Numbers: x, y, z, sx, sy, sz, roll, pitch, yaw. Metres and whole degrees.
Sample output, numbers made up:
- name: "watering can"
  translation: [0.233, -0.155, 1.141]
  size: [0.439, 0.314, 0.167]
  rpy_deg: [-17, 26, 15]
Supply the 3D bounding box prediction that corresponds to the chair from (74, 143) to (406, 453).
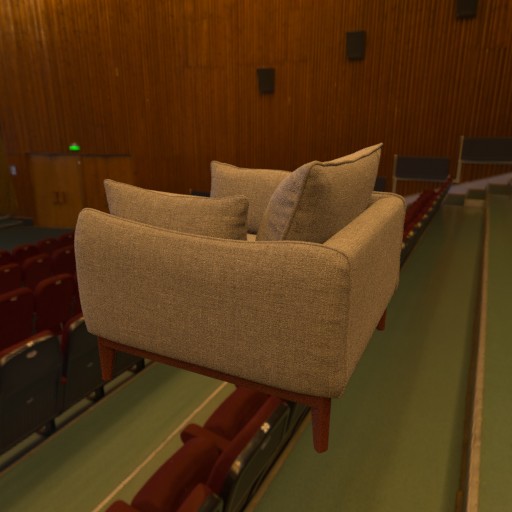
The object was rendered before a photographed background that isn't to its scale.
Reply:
- name: "chair"
  translation: [0.000, 0.000, 1.733]
  size: [0.976, 0.839, 0.993]
  rpy_deg: [9, 20, 25]
